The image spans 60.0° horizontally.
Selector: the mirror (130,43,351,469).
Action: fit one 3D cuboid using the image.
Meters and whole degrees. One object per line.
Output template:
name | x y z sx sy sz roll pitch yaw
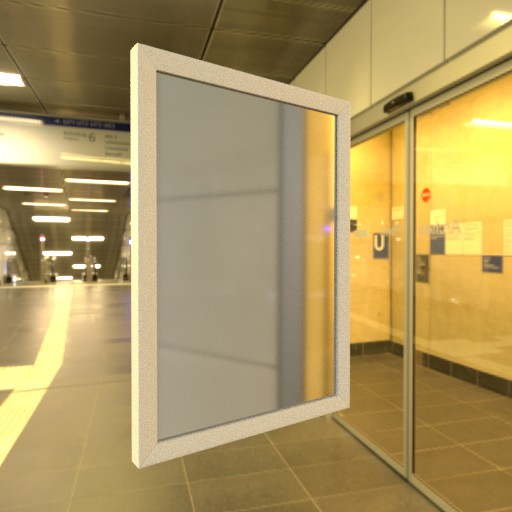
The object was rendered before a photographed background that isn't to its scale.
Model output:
mirror | 0.000 0.000 0.900 0.507 0.710 0.040 0 1 -35
